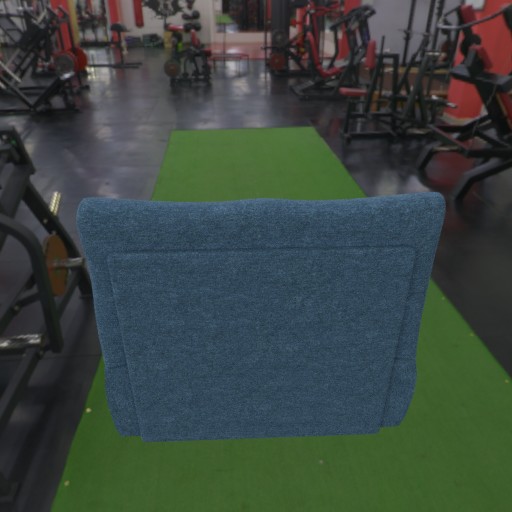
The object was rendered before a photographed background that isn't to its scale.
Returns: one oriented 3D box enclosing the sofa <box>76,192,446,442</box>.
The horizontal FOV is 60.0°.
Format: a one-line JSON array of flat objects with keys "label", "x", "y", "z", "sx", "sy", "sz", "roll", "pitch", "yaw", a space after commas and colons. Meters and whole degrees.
[{"label": "sofa", "x": 0.000, "y": 0.000, "z": 1.647, "sx": 0.930, "sy": 0.820, "sz": 1.000, "roll": -1, "pitch": 30, "yaw": -2}]
